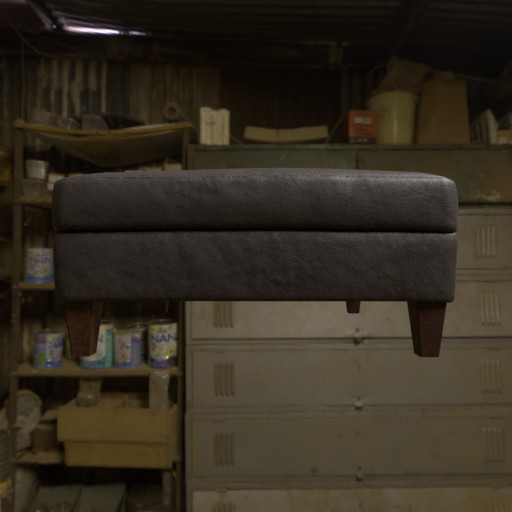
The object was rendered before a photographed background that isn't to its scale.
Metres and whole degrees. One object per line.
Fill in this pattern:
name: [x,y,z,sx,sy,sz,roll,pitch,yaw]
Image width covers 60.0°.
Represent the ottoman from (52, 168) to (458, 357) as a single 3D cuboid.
ottoman: [0.000,0.000,1.281,0.836,0.415,0.844,0,0,1]
